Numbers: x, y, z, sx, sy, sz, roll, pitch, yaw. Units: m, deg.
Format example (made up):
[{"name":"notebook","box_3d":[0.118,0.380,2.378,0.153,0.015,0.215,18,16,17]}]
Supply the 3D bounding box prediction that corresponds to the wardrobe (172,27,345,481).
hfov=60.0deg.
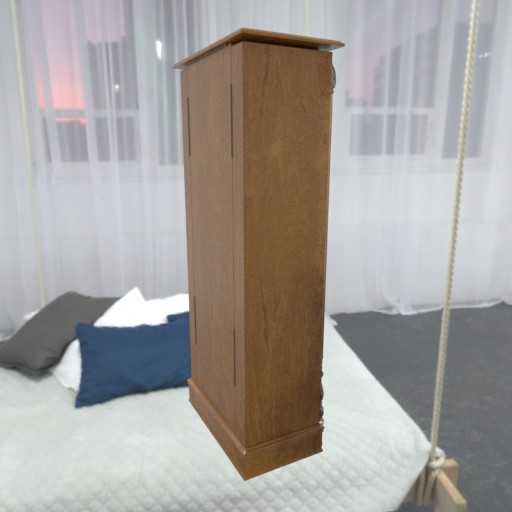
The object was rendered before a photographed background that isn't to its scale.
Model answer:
[{"name":"wardrobe","box_3d":[0.000,0.000,1.139,0.273,0.959,0.406,-7,15,-27]}]
